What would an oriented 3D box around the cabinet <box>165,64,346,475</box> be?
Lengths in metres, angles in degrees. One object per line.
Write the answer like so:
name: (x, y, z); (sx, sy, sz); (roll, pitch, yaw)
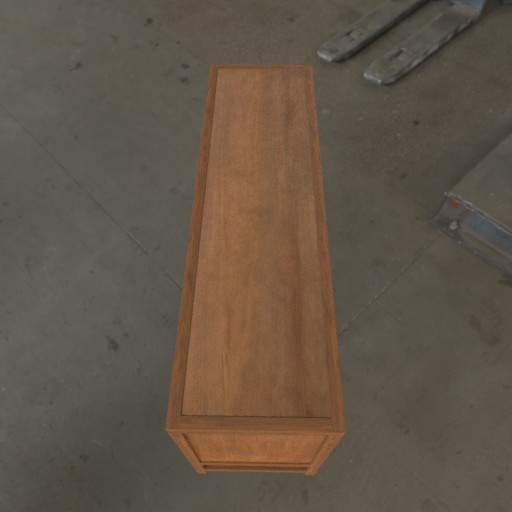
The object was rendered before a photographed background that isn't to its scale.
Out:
cabinet: (0.000, 0.000, 2.037); (0.522, 0.820, 1.708); (1, 56, 0)
